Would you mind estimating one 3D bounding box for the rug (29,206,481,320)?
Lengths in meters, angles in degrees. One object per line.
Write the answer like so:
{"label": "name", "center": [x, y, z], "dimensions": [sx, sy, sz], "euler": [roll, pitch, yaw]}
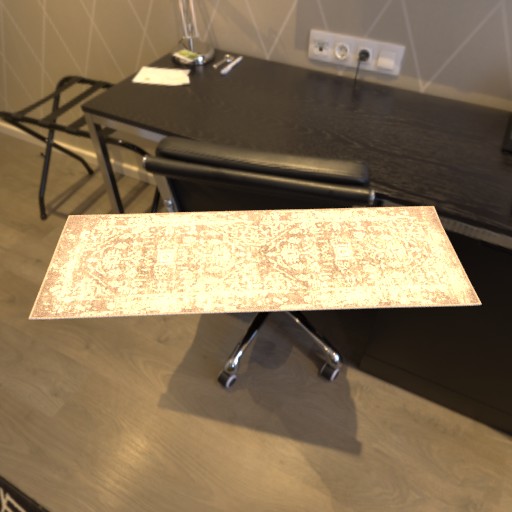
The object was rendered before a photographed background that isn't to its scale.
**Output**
{"label": "rug", "center": [0.000, 0.000, 2.677], "dimensions": [2.452, 0.017, 0.855], "euler": [-2, 45, -2]}
